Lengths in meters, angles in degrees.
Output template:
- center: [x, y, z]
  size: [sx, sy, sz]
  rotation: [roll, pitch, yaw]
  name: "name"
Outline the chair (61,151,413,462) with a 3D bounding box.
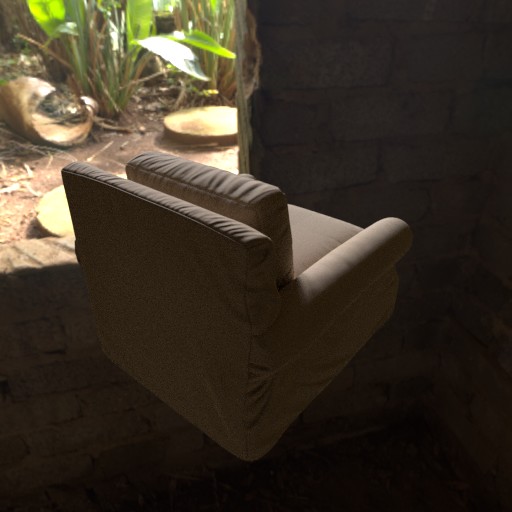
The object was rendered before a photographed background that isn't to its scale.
- center: [0.000, 0.000, 1.737]
  size: [0.940, 0.866, 1.066]
  rotation: [23, 38, 33]
  name: "chair"
